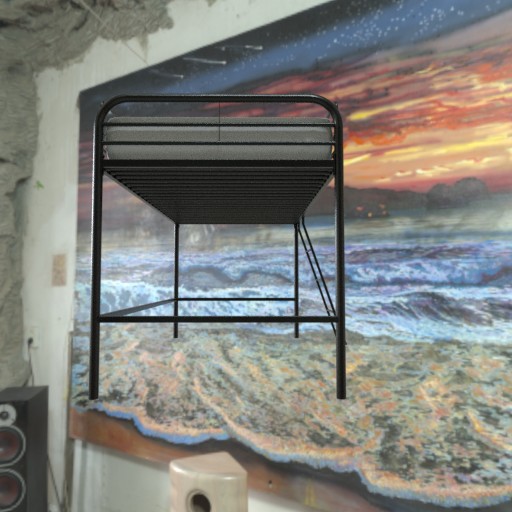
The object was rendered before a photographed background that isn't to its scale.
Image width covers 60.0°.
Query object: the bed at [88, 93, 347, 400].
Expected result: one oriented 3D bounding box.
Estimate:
[{"bbox_3d":[0.000,0.000,2.830,1.393,1.289,1.968,0,-3,0],"label":"bed"}]
